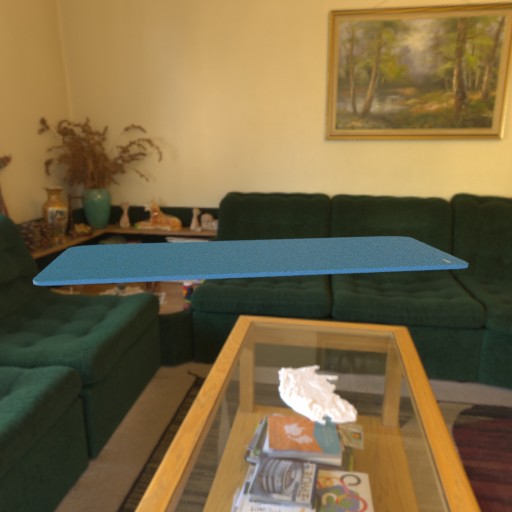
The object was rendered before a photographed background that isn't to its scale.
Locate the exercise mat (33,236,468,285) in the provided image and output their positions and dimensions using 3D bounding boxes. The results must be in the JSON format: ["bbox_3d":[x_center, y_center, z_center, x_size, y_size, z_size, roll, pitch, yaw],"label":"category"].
[{"bbox_3d":[0.000,0.000,2.128,1.869,0.021,0.616,-2,15,-8],"label":"exercise mat"}]
